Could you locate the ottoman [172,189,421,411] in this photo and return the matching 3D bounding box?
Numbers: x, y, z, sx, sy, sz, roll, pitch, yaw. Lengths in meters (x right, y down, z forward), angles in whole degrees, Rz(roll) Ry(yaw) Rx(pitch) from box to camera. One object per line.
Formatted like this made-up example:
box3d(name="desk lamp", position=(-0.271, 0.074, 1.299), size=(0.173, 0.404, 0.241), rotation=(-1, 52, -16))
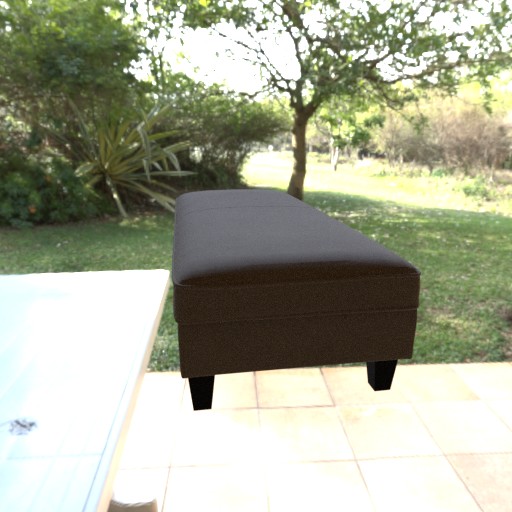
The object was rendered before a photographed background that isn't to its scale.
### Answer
box3d(name="ottoman", position=(0.000, 0.000, 2.033), size=(0.735, 0.460, 1.726), rotation=(-3, 15, -9))
